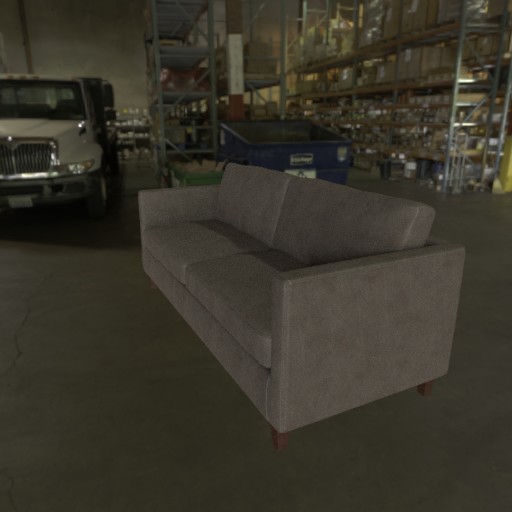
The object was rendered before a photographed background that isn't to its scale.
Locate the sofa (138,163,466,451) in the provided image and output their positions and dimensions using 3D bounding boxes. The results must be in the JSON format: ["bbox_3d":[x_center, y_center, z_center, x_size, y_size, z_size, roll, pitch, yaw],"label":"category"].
[{"bbox_3d":[0.000,0.000,2.706,0.951,0.965,2.208,-9,19,-26],"label":"sofa"}]
